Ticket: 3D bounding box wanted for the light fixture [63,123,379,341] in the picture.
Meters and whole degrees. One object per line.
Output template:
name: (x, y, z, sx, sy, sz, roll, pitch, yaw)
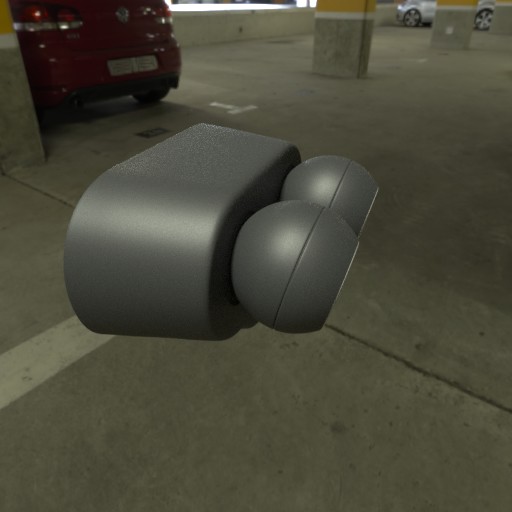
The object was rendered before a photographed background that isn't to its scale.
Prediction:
light fixture: (0.000, 0.000, 0.341, 0.159, 0.159, 0.229, 11, 32, 17)
